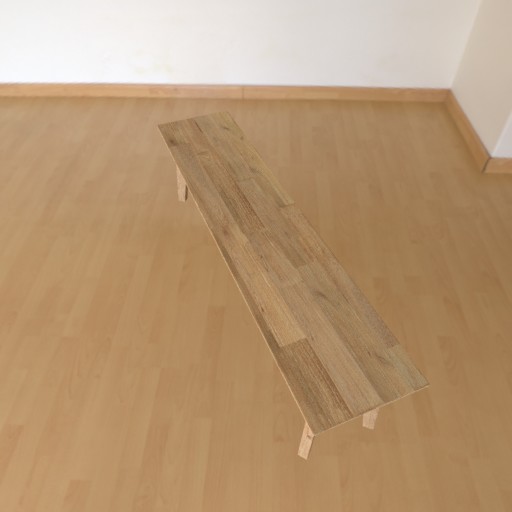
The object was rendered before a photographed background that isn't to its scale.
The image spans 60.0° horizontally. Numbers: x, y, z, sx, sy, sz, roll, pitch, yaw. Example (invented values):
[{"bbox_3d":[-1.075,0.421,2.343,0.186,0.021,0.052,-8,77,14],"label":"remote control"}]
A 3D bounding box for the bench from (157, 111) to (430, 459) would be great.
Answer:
[{"bbox_3d":[0.000,0.000,1.920,0.378,0.431,1.698,-17,49,-15],"label":"bench"}]
